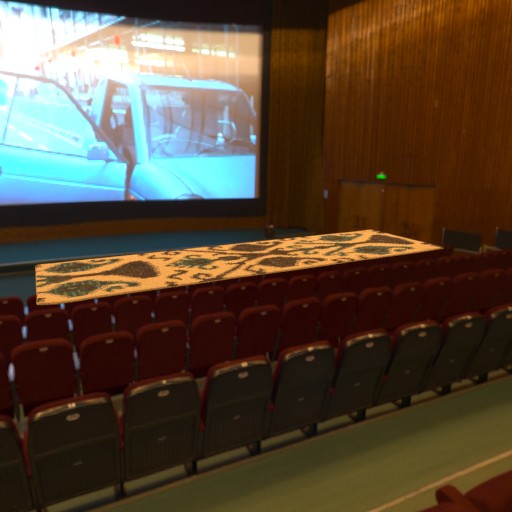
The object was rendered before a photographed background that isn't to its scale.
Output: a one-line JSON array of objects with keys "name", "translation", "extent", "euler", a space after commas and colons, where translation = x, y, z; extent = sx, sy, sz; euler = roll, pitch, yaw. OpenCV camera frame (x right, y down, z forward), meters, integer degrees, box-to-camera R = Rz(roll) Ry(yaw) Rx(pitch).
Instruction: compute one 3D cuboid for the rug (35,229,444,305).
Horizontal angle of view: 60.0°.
[{"name": "rug", "translation": [0.000, 0.000, 2.570], "extent": [2.301, 0.017, 0.692], "euler": [-7, 16, -26]}]
